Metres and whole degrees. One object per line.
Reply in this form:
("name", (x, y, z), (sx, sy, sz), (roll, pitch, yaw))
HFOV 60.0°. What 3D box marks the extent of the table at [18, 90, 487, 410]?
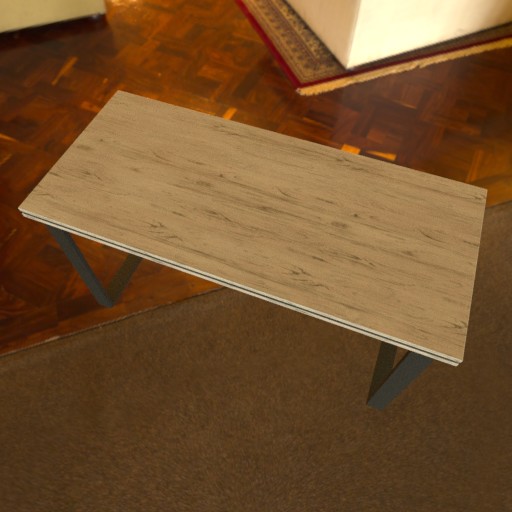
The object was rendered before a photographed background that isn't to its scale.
("table", (0.000, 0.000, 2.217), (1.778, 0.899, 0.795), (18, 60, 11))
